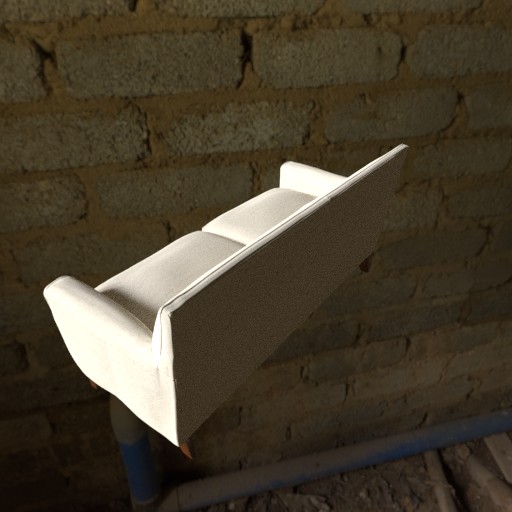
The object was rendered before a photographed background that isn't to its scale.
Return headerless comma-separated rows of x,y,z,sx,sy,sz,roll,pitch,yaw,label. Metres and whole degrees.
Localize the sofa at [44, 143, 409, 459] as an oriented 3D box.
0.000,0.000,2.426,0.841,0.907,2.001,21,37,30,sofa
